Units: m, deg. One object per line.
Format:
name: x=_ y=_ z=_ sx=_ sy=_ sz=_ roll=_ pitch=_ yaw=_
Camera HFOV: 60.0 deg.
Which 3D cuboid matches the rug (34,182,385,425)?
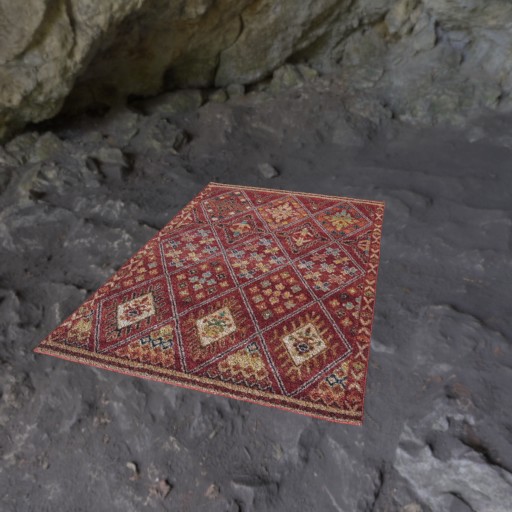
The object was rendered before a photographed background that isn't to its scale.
rug: x=0.000 y=0.000 z=2.839 sx=1.521 sy=0.026 sz=2.286 roll=8 pitch=31 yaw=14
